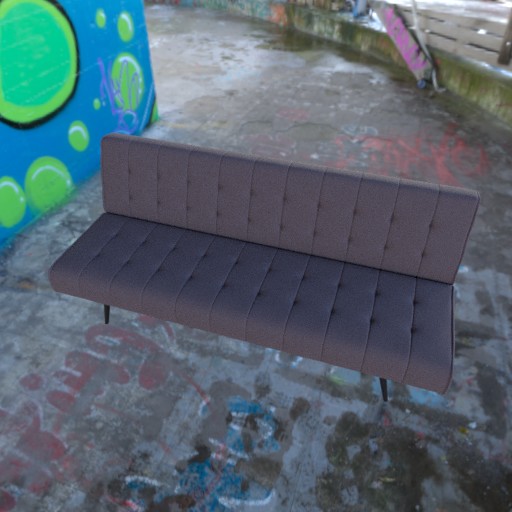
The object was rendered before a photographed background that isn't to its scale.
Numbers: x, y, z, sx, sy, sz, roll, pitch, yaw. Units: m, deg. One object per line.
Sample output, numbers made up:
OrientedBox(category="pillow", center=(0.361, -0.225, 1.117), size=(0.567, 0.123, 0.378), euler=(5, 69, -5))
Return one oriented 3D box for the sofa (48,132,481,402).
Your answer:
OrientedBox(category="sofa", center=(0.000, 0.000, 1.998), size=(1.703, 0.699, 0.747), euler=(12, 42, 14))
